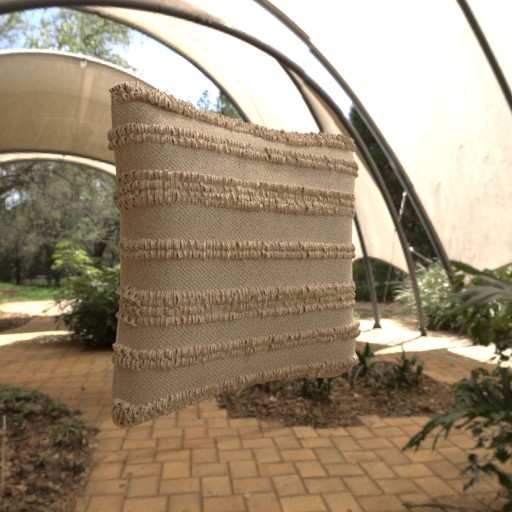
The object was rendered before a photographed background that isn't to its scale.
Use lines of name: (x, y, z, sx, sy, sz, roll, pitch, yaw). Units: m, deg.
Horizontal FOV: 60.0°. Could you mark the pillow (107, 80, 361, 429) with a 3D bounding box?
pillow: (0.000, 0.000, 0.658, 0.437, 0.427, 0.145, 0, 0, -37)
